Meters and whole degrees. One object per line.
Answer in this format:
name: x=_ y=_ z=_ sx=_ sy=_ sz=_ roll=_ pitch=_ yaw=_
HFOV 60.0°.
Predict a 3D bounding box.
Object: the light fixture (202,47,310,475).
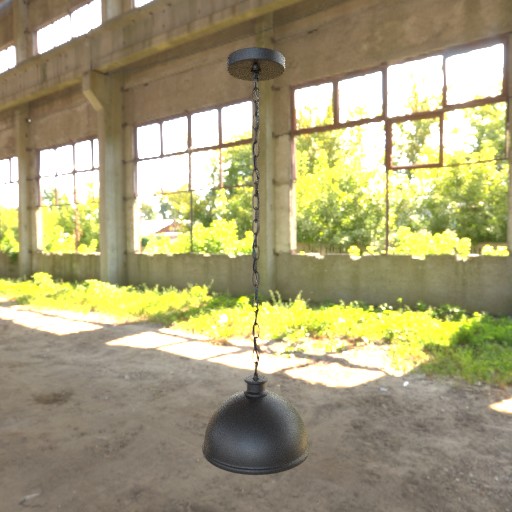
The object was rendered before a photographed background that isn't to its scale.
light fixture: x=0.000 y=0.000 z=1.247 sx=0.304 sy=1.090 sz=0.304 roll=0 pitch=2 yaw=2
